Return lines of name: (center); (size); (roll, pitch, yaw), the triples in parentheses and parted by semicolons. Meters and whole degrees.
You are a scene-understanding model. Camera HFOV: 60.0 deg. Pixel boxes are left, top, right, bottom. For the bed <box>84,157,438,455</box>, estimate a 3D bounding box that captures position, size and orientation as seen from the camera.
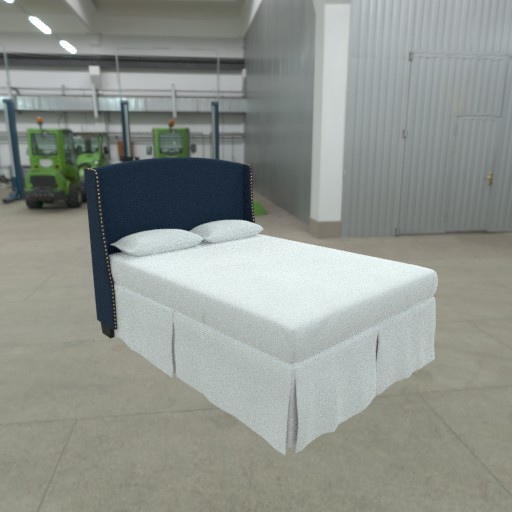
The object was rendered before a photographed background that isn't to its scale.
bed: (0.000, 0.000, 3.294); (1.604, 1.402, 2.223); (-13, 19, -42)
